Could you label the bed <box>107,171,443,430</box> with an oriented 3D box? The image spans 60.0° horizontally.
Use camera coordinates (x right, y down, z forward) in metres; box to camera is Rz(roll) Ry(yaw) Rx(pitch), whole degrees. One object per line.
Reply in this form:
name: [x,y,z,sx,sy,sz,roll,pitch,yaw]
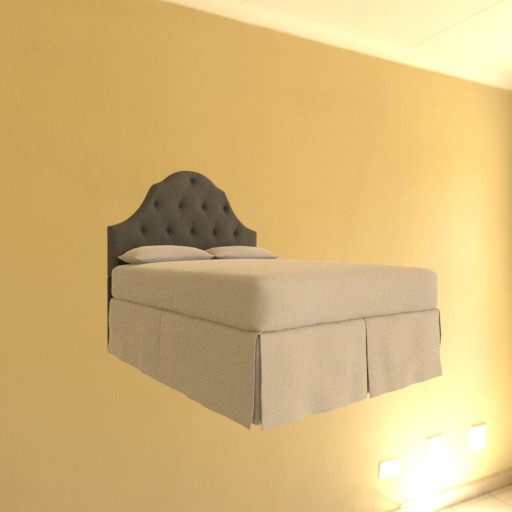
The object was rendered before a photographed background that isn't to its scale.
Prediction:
bed: [0.000,0.000,3.325,1.636,1.575,2.155,0,1,-37]
